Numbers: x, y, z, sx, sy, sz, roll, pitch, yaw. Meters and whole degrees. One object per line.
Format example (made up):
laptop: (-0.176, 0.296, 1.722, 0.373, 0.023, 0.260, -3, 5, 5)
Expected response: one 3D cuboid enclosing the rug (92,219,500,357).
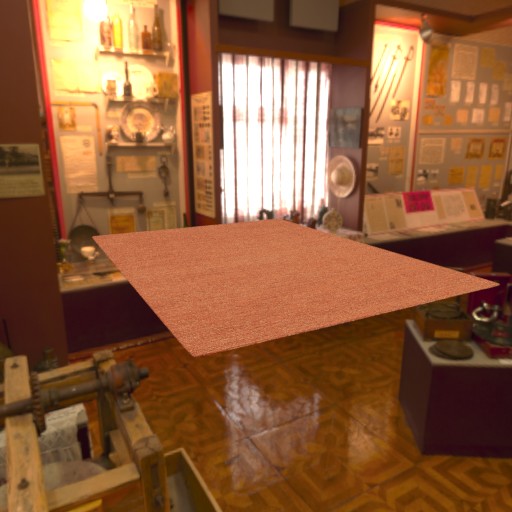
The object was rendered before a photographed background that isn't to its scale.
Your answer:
rug: (0.000, 0.000, 2.697, 1.594, 0.009, 2.112, -8, 17, -27)
